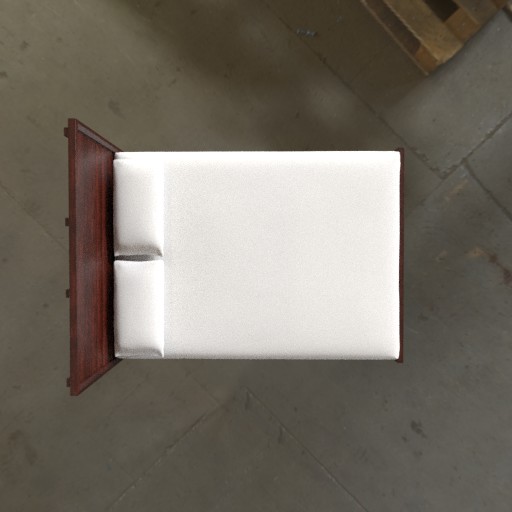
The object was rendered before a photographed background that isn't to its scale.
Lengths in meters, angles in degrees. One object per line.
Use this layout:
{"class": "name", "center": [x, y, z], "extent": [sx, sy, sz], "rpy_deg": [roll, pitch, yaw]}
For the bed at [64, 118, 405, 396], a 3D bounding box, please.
{"class": "bed", "center": [0.000, 0.000, 3.977], "extent": [2.803, 1.492, 2.040], "rpy_deg": [0, 91, 1]}
